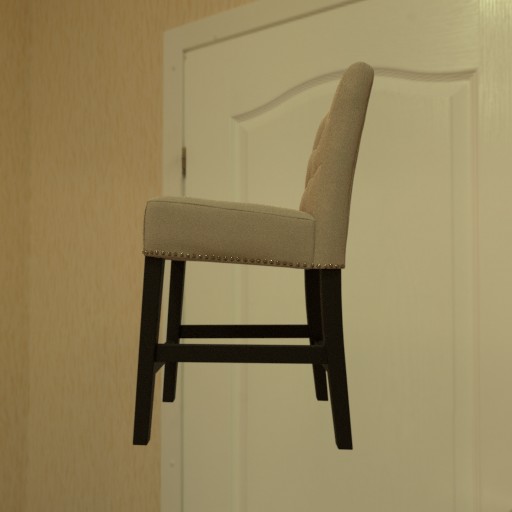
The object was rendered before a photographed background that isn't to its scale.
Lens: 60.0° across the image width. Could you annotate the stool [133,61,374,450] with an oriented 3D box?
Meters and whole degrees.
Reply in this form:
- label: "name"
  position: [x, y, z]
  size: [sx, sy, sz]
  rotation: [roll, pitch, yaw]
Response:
- label: "stool"
  position: [0.000, 0.000, 1.203]
  size: [0.571, 0.885, 0.427]
  rotation: [0, -1, 0]
